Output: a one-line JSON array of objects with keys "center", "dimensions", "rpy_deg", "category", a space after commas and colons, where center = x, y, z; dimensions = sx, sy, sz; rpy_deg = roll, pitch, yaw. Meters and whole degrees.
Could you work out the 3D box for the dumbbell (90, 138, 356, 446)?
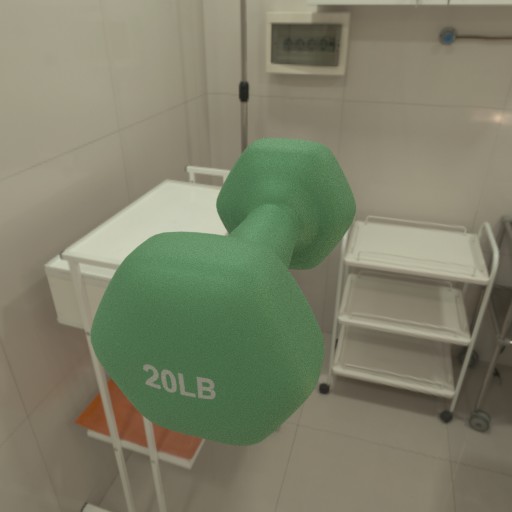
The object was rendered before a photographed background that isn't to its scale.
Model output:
[{"center": [0.000, 0.000, 0.324], "dimensions": [0.129, 0.117, 0.260], "rpy_deg": [8, 30, 14], "category": "dumbbell"}]
